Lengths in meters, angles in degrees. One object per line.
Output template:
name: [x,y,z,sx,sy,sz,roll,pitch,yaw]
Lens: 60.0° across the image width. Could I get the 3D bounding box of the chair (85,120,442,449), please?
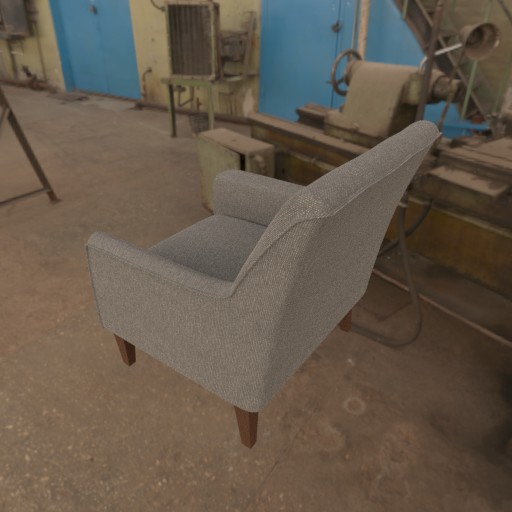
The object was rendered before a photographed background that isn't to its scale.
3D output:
chair: [0.000,0.000,1.566,0.899,0.919,0.780,20,36,30]
